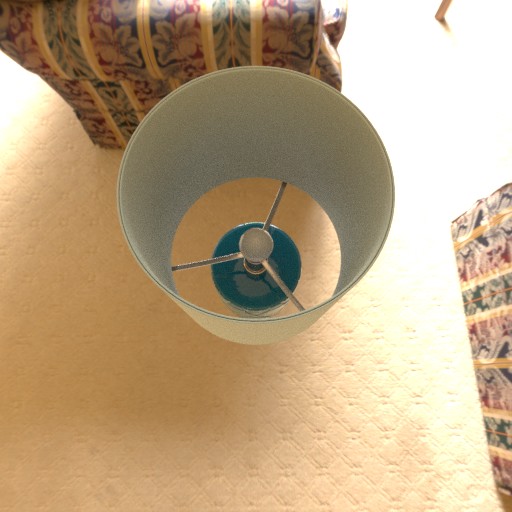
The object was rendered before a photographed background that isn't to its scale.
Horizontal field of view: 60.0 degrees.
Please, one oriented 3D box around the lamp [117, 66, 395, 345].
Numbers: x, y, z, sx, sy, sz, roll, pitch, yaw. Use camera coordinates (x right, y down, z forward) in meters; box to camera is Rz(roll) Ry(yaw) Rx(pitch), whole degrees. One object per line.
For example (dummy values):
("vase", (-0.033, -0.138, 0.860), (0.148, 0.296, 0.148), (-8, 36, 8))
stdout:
("lamp", (0.000, 0.000, 0.489), (0.193, 0.377, 0.193), (-38, 78, -10))
